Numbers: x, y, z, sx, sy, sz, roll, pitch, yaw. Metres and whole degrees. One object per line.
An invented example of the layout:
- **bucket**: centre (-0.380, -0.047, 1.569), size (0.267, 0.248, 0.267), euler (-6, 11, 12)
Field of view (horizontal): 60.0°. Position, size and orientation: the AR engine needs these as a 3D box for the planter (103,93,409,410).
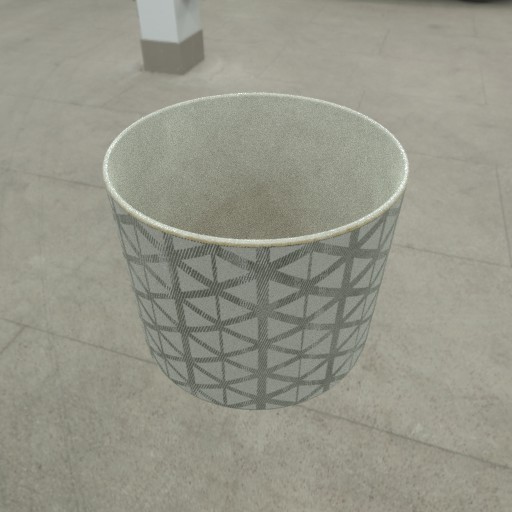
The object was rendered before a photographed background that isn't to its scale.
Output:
- **planter**: centre (0.000, 0.000, 0.450), size (0.250, 0.239, 0.250), euler (0, 41, 0)
